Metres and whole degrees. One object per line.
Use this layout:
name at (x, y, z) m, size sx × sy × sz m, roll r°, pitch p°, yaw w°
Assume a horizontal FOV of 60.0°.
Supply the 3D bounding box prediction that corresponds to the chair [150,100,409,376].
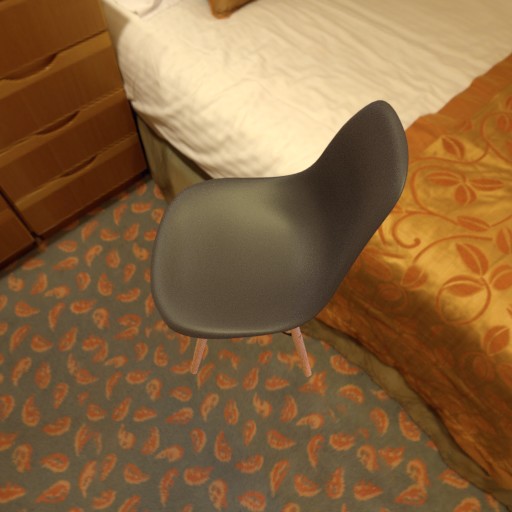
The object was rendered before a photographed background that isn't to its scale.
chair at (0.000, 0.000, 1.140) m, size 0.533 × 0.825 × 0.470 m, roll 0°, pitch 59°, yaw 0°
